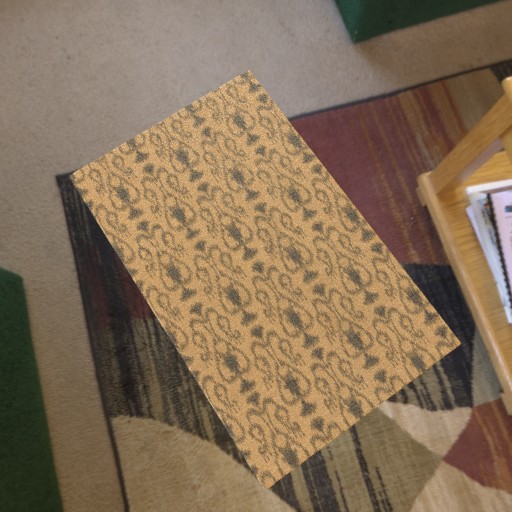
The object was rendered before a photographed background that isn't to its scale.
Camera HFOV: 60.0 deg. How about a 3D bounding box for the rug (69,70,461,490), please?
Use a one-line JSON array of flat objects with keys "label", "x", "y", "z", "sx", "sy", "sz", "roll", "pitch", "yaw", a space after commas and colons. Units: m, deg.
[{"label": "rug", "x": 0.000, "y": 0.000, "z": 2.016, "sx": 1.035, "sy": 0.006, "sz": 1.652, "roll": -33, "pitch": 78, "yaw": -8}]
